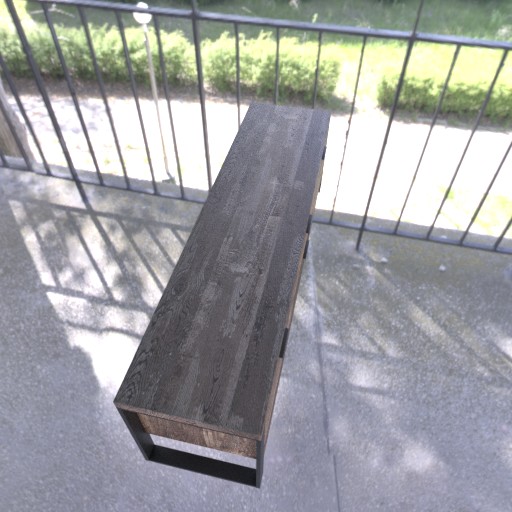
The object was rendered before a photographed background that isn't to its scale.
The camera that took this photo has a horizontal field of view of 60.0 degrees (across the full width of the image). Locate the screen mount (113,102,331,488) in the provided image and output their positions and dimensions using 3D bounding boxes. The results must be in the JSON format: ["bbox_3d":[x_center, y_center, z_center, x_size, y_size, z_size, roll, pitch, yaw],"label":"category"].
[{"bbox_3d":[0.000,0.000,1.755,0.395,0.450,1.524,10,49,9],"label":"screen mount"}]
